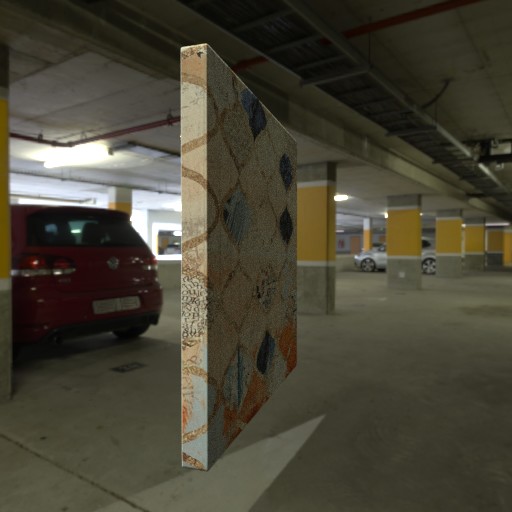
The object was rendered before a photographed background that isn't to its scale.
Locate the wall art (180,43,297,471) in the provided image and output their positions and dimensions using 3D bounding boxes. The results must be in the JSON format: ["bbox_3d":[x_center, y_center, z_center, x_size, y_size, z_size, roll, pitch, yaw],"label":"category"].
[{"bbox_3d":[0.000,0.000,0.769,0.038,0.508,0.507,0,1,17],"label":"wall art"}]
